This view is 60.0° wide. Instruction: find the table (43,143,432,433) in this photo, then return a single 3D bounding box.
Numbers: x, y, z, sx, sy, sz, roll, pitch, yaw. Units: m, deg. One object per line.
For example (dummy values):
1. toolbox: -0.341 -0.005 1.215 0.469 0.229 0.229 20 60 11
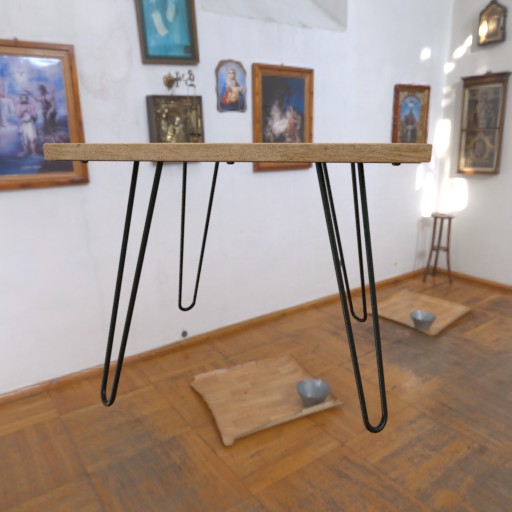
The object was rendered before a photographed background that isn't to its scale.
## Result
1. table: 0.000 0.000 1.014 0.599 0.500 0.599 2 15 9
